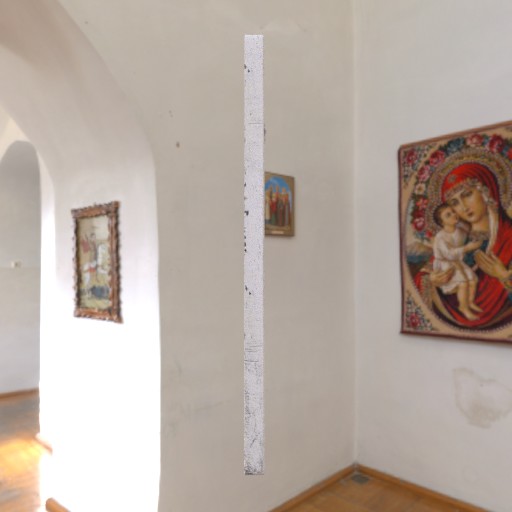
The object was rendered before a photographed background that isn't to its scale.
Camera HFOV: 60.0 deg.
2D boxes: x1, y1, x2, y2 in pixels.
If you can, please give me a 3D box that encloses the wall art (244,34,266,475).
[{"bbox_3d":[0.000,0.000,1.141,0.038,0.762,0.762,0,0,0],"label":"wall art"}]
